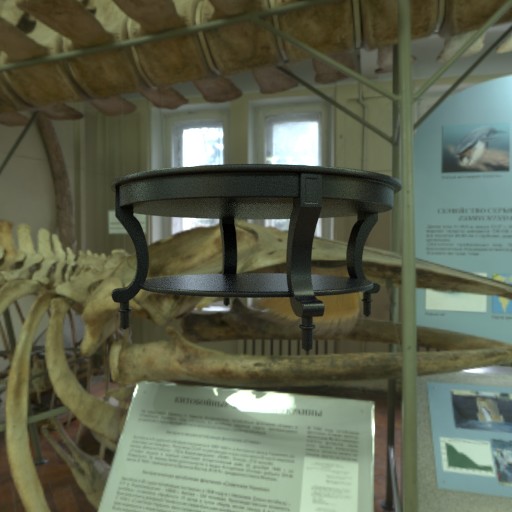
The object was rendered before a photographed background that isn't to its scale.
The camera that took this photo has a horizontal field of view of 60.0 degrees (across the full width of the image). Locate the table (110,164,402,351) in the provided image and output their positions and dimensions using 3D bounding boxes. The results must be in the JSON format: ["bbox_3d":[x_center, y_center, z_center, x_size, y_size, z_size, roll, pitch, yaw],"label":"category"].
[{"bbox_3d":[0.000,0.000,1.642,1.029,0.491,1.029,0,1,0],"label":"table"}]
